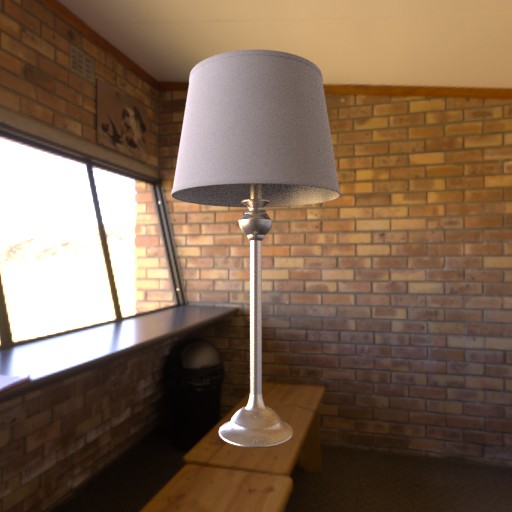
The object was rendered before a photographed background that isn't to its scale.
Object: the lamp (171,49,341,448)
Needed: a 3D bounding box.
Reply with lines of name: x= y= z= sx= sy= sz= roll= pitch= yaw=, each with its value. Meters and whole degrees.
lamp: x=0.000 y=0.000 z=0.879 sx=0.331 sy=0.698 sz=0.331 roll=0 pitch=0 yaw=0
